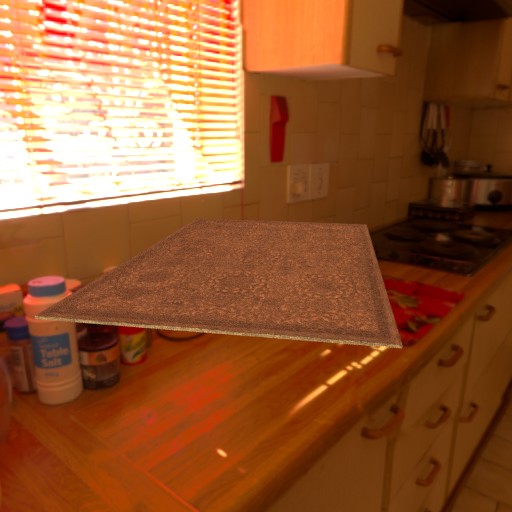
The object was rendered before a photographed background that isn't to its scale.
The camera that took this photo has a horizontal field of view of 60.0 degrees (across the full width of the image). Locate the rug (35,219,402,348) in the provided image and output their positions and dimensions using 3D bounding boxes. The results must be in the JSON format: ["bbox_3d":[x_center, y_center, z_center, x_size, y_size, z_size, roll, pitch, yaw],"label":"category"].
[{"bbox_3d":[0.000,0.000,2.275,1.208,0.012,1.819,3,16,10],"label":"rug"}]
